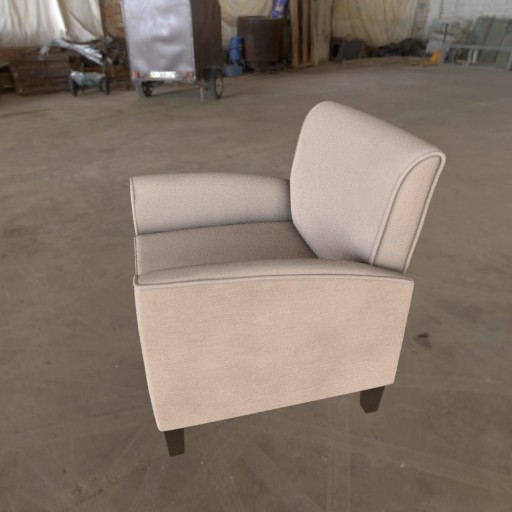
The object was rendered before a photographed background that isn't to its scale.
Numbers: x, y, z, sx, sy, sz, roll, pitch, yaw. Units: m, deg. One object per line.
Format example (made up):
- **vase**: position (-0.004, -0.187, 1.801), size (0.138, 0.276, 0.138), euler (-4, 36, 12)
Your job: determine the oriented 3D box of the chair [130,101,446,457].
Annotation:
- **chair**: position (0.000, 0.000, 1.547), size (0.821, 0.915, 0.820), euler (-7, 30, -13)
